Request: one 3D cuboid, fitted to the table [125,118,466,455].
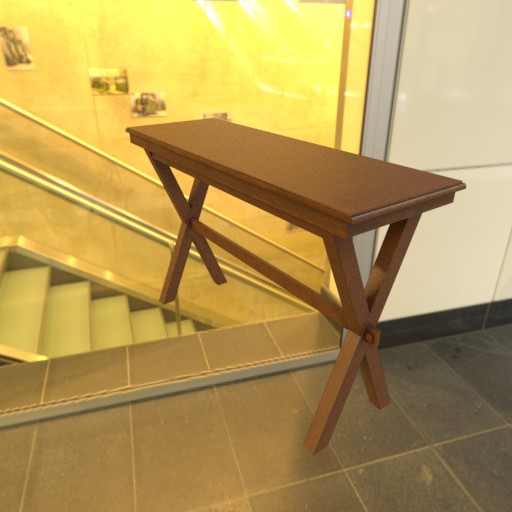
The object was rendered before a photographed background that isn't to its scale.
[{"bbox_3d":[0.000,0.000,1.574,0.399,0.763,1.197,-18,31,-32],"label":"table"}]
